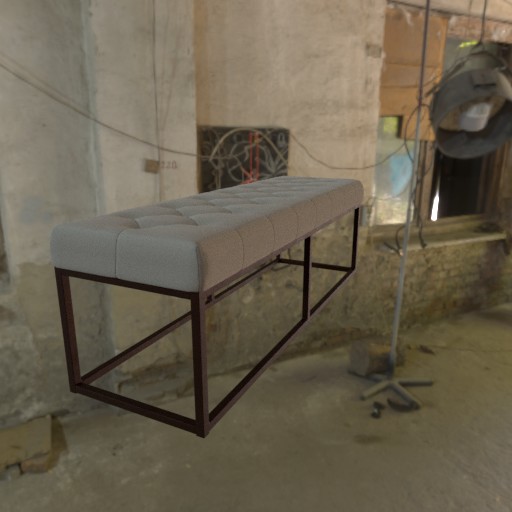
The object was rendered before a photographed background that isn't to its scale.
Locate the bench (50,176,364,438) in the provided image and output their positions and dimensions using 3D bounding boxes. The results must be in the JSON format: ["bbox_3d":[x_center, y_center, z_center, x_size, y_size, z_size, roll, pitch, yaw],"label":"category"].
[{"bbox_3d":[0.000,0.000,1.722,0.479,0.488,1.488,8,17,25],"label":"bench"}]
